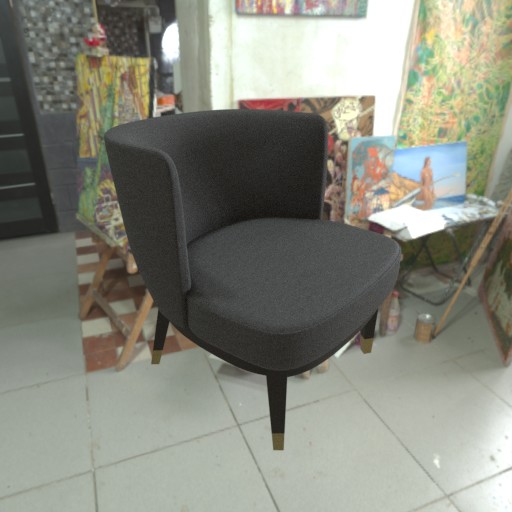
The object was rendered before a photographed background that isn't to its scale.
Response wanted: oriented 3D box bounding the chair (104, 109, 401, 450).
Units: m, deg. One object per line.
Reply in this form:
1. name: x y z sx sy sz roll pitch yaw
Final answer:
1. chair: 0.000 0.000 1.242 0.698 0.695 0.639 19 32 34
